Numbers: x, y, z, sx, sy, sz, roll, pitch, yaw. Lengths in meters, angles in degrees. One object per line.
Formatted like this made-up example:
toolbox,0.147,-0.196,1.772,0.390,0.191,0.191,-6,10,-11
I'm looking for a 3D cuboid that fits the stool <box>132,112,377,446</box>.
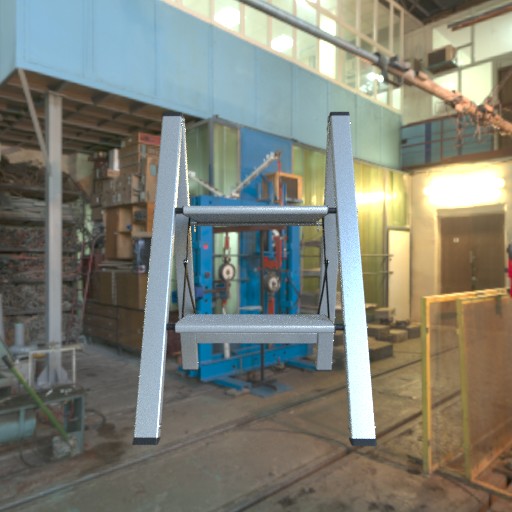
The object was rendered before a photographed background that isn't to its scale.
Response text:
stool,0.000,0.000,1.050,0.440,0.670,0.535,0,0,1
